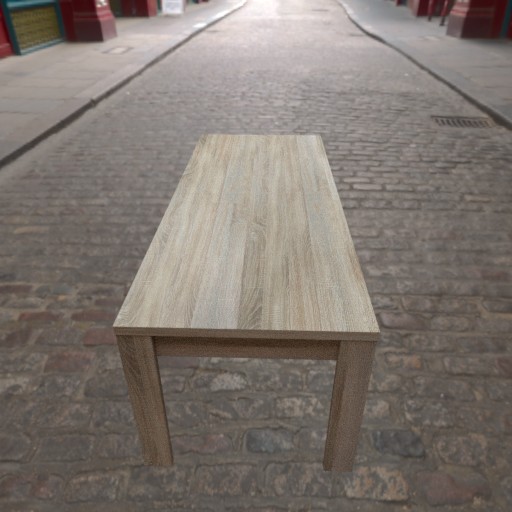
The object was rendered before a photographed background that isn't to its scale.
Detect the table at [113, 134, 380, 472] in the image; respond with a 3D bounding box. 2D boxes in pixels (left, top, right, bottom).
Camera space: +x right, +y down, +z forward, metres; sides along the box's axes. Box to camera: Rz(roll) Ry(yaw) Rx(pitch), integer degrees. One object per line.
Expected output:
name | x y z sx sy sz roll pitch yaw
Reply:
table | 0.000 0.000 2.630 0.900 0.790 2.200 1 32 2
